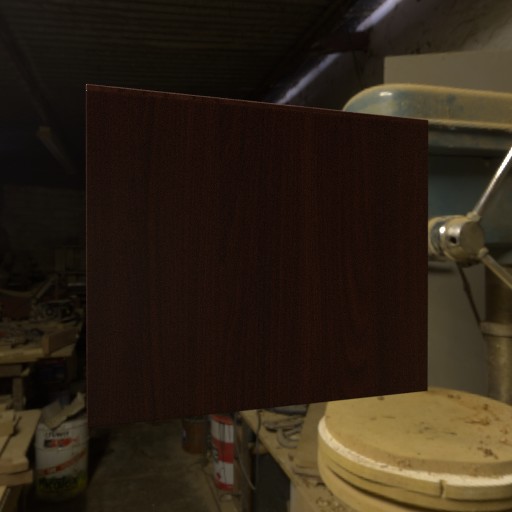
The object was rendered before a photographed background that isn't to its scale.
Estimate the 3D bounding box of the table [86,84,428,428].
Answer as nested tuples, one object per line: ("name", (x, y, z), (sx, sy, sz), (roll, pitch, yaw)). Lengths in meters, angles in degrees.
("table", (0.000, 0.000, 1.332), (0.930, 0.790, 0.380), (0, 0, -17))
